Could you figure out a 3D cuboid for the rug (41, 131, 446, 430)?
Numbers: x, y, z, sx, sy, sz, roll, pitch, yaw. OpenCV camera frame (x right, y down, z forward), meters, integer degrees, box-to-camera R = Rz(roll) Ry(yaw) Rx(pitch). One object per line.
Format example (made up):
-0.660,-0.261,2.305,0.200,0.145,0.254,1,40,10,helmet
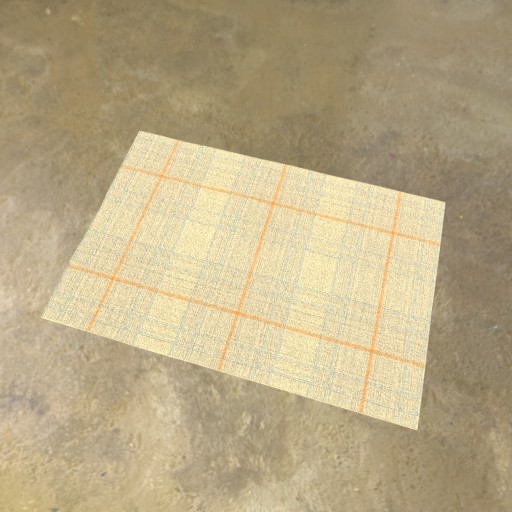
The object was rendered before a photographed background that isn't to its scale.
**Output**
0.000,0.000,2.303,1.825,0.015,1.232,15,65,7,rug
